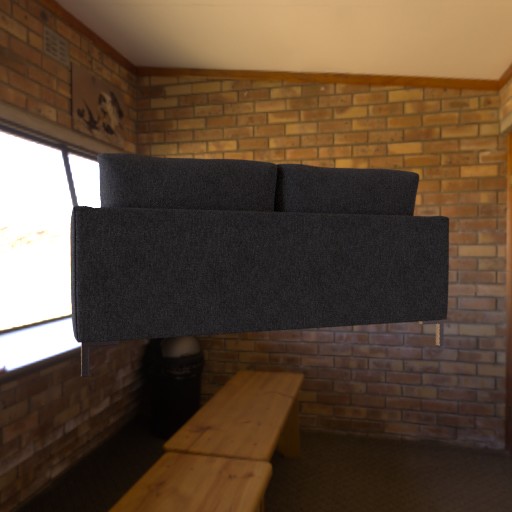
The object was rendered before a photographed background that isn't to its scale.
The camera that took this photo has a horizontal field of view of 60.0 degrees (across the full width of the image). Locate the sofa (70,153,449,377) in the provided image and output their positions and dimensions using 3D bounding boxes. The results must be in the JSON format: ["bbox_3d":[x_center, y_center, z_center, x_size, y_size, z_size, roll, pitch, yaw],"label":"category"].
[{"bbox_3d":[0.000,0.000,2.270,1.716,0.862,0.866,0,1,-19],"label":"sofa"}]
